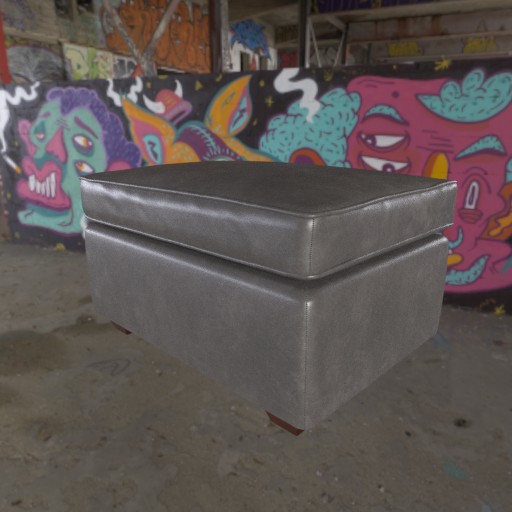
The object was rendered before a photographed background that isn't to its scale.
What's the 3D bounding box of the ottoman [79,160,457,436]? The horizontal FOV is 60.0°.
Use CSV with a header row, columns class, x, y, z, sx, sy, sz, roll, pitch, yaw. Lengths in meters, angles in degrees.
class,x,y,z,sx,sy,sz,roll,pitch,yaw
ottoman,0.000,0.000,1.096,0.756,0.445,0.554,15,22,42
